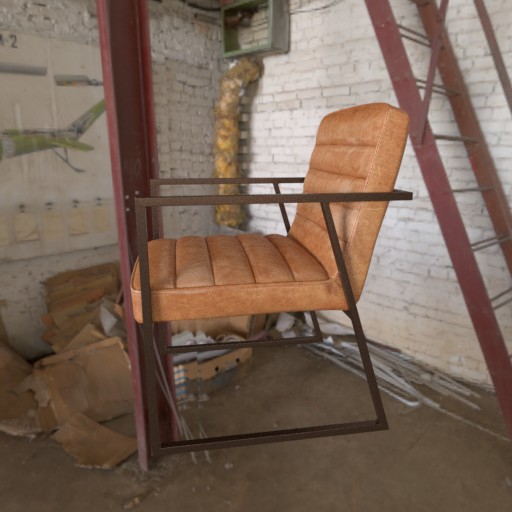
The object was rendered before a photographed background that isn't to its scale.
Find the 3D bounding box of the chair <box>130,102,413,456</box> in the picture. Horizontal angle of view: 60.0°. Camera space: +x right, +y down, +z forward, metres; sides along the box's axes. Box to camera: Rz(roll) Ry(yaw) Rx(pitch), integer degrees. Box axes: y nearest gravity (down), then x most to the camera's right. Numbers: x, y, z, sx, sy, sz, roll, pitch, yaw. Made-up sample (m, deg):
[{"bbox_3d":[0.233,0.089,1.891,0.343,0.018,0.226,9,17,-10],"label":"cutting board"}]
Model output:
[{"bbox_3d":[0.000,0.000,1.291,0.677,0.832,0.571,-2,14,-9],"label":"chair"}]
